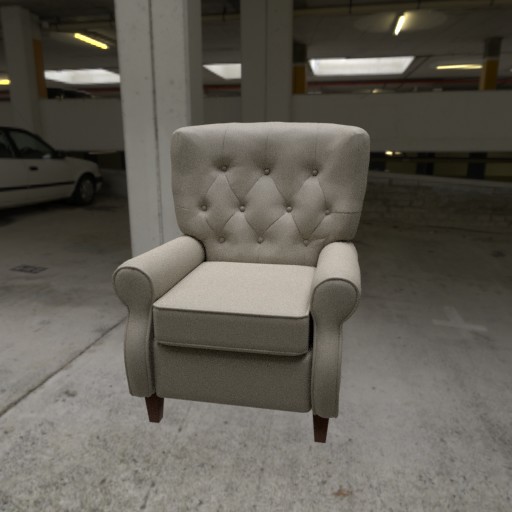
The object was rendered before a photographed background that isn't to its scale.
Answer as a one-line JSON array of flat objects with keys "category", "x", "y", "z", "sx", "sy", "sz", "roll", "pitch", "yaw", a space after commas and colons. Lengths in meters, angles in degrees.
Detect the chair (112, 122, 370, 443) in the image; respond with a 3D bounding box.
[{"category": "chair", "x": 0.000, "y": 0.000, "z": 1.940, "sx": 0.943, "sy": 1.158, "sz": 1.059, "roll": 3, "pitch": 15, "yaw": 11}]
